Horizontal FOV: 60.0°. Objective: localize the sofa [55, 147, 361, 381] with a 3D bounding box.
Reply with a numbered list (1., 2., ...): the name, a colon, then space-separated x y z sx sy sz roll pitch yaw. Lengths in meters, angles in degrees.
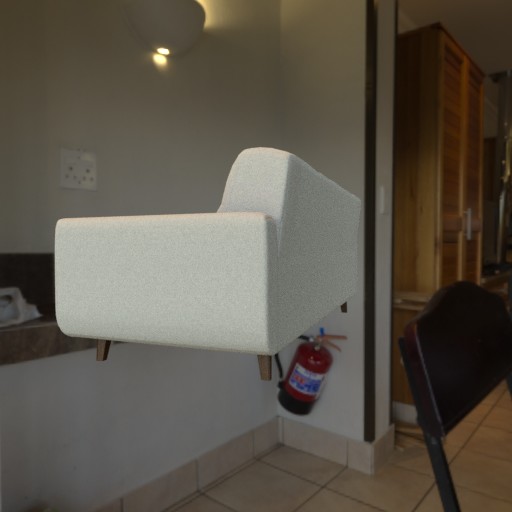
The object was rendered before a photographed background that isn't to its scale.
1. sofa: 0.000 0.000 2.632 0.980 0.892 2.137 1 2 21
